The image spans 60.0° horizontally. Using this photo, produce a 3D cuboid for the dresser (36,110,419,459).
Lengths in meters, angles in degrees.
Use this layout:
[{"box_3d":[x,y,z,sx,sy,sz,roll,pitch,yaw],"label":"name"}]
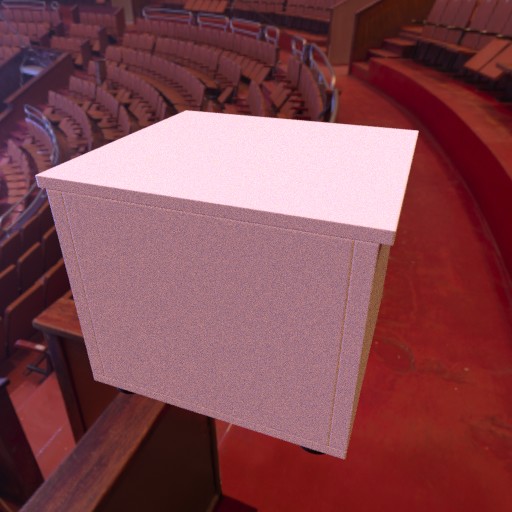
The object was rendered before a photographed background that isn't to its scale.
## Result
[{"box_3d":[0.000,0.000,0.731,0.430,0.360,0.400,11,32,18],"label":"dresser"}]
